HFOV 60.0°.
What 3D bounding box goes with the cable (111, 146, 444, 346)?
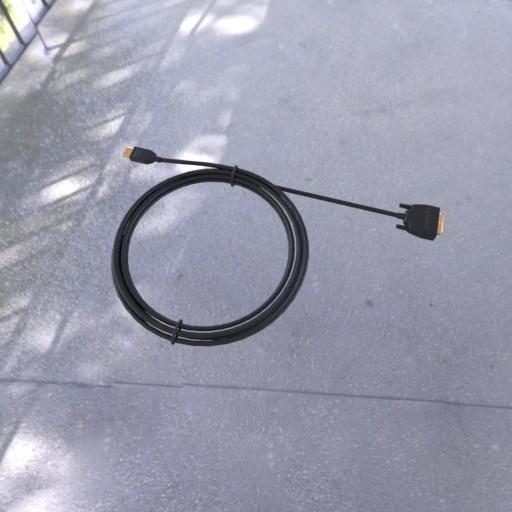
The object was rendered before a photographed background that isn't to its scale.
[{"bbox_3d":[0.000,0.000,0.527,0.422,0.030,0.257,14,65,7],"label":"cable"}]
